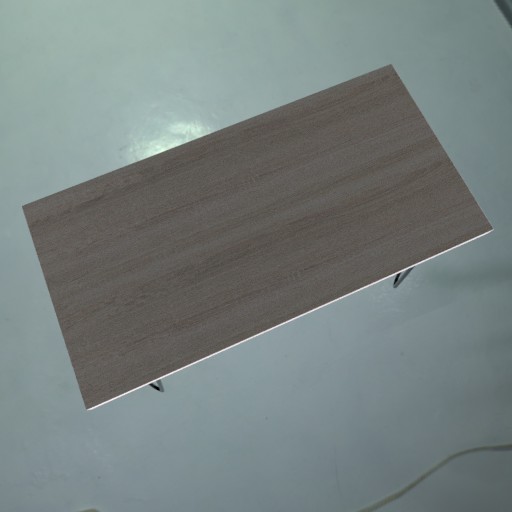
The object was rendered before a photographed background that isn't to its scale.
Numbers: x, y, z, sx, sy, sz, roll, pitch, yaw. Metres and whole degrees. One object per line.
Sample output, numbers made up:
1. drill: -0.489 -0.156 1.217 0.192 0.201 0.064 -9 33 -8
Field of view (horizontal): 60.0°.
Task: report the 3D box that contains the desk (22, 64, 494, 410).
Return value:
1. desk: 0.000 0.000 1.357 0.991 0.660 0.499 -23 75 -6
